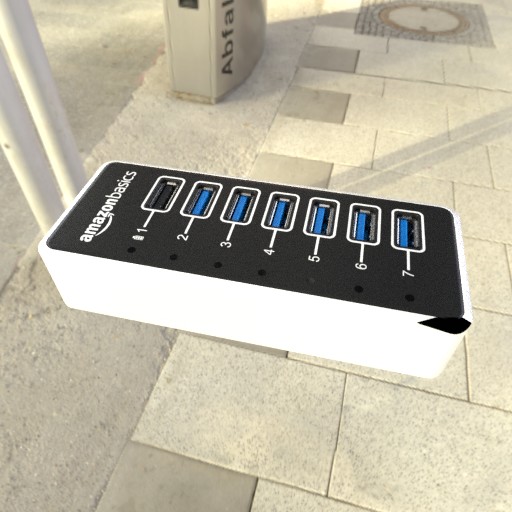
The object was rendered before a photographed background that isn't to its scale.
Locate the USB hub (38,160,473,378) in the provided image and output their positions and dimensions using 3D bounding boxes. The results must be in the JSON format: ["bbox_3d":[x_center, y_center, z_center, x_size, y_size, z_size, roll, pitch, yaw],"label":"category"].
[{"bbox_3d":[0.000,0.000,0.129,0.110,0.023,0.044,9,47,9],"label":"USB hub"}]
